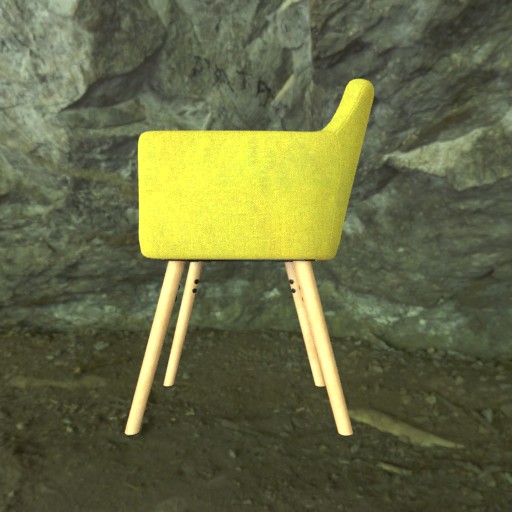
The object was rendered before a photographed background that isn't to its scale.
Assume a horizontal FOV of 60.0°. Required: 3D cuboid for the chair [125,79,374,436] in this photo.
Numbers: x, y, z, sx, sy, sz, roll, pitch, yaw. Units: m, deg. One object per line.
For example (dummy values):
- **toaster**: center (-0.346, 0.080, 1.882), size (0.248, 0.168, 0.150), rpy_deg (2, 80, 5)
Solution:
- **chair**: center (0.000, 0.000, 1.159), size (0.570, 0.780, 0.570), rpy_deg (0, -1, 0)
